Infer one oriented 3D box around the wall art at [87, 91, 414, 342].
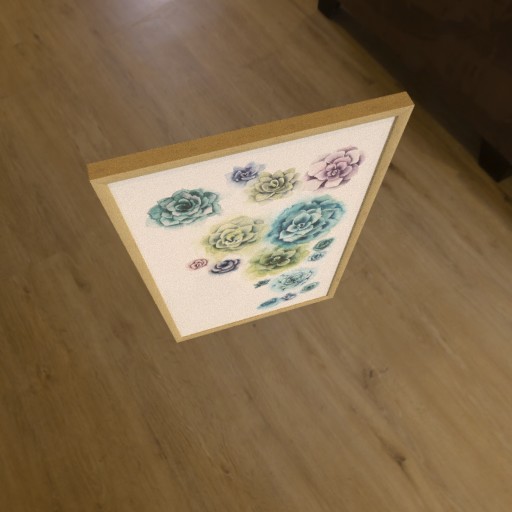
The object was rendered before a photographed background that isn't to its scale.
[{"bbox_3d":[0.000,0.000,1.029,0.510,0.810,0.039,-15,63,-8],"label":"wall art"}]
